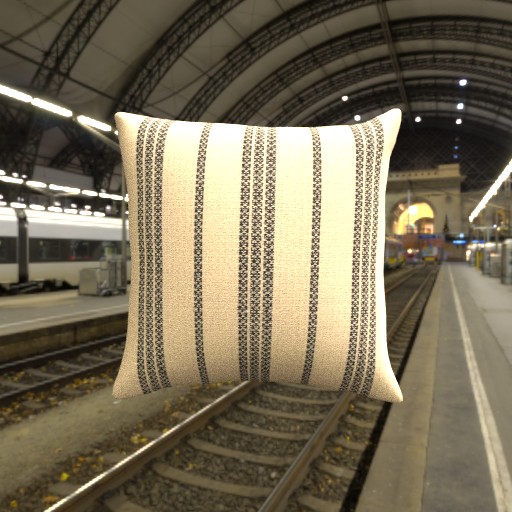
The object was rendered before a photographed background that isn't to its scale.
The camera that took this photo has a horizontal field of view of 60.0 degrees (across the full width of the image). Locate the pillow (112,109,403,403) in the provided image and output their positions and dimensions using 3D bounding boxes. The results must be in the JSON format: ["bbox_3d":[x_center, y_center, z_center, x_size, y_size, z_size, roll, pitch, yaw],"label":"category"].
[{"bbox_3d":[0.000,0.000,0.621,0.405,0.406,0.173,0,0,2],"label":"pillow"}]
